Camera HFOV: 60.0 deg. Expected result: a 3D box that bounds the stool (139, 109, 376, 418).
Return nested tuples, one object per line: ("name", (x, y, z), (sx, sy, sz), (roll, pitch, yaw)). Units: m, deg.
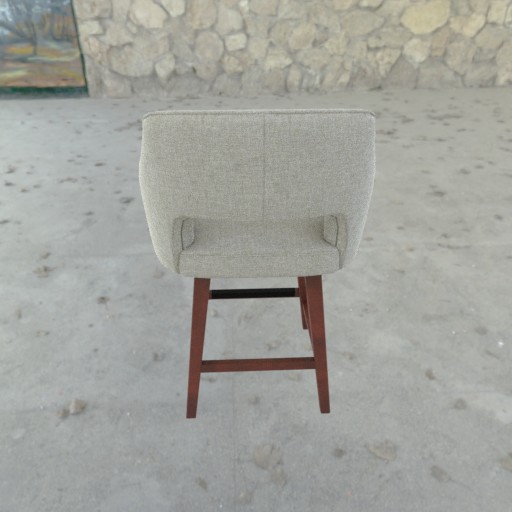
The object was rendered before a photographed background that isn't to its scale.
("stool", (0.000, 0.000, 1.306), (0.599, 0.944, 0.558), (-1, 30, -2))
